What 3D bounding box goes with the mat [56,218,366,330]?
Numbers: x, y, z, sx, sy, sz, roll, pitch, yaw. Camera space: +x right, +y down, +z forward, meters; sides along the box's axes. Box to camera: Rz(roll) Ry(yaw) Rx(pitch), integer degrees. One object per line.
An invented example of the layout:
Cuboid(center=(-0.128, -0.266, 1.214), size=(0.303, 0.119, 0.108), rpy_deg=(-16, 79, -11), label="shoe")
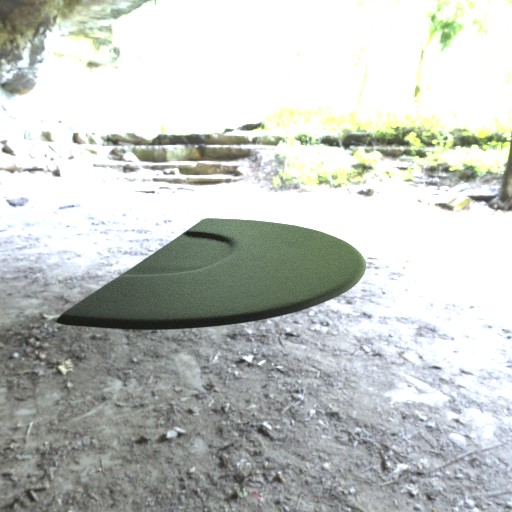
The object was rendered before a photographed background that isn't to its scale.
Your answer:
Cuboid(center=(0.000, 0.000, 1.895), size=(0.917, 0.022, 1.525), rpy_deg=(3, 16, 10), label="mat")
